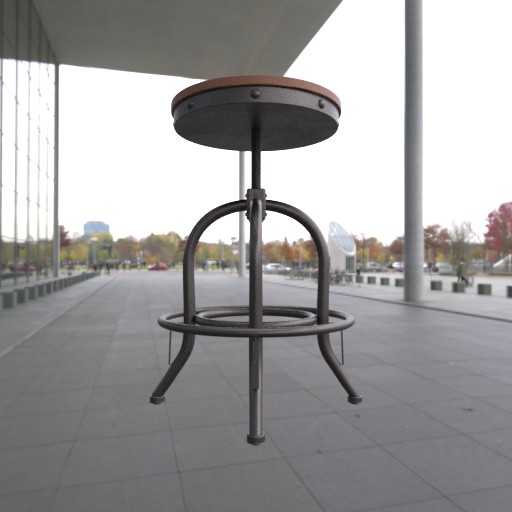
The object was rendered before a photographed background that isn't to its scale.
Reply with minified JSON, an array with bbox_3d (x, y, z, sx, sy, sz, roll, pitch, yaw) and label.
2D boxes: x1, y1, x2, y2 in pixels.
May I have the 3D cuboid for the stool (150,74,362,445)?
[{"bbox_3d":[0.000,0.000,0.919,0.439,0.609,0.439,0,-1,0],"label":"stool"}]
